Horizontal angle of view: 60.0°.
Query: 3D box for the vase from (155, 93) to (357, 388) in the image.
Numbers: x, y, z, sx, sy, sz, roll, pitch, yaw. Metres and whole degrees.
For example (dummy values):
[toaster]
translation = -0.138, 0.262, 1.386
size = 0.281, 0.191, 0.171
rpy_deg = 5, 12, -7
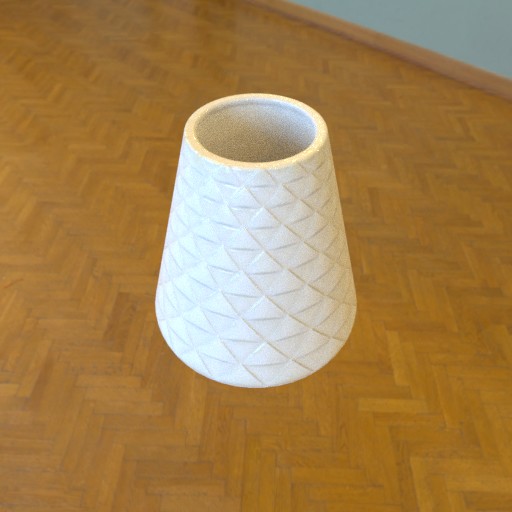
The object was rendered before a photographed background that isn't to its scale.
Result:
[vase]
translation = 0.000, 0.000, 0.355
size = 0.175, 0.230, 0.175
rpy_deg = 0, 47, 0
